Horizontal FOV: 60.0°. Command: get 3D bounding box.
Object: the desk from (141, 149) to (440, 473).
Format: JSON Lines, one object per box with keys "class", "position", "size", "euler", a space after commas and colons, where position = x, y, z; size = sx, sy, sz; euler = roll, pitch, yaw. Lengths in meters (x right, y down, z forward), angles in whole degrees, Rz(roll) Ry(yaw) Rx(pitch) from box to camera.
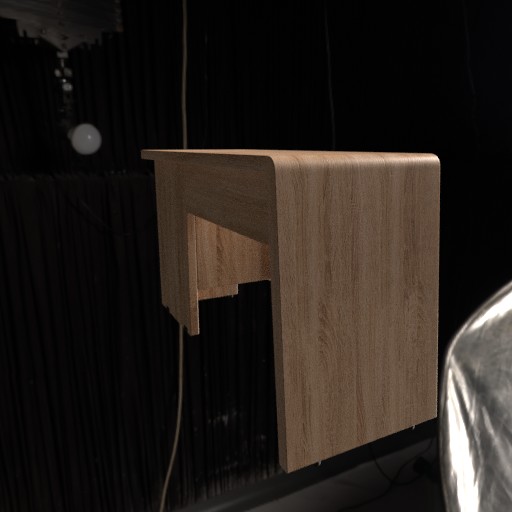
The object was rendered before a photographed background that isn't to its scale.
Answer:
{"class": "desk", "position": [0.000, 0.000, 1.635], "size": [0.500, 0.750, 1.300], "euler": [-7, 16, -26]}
